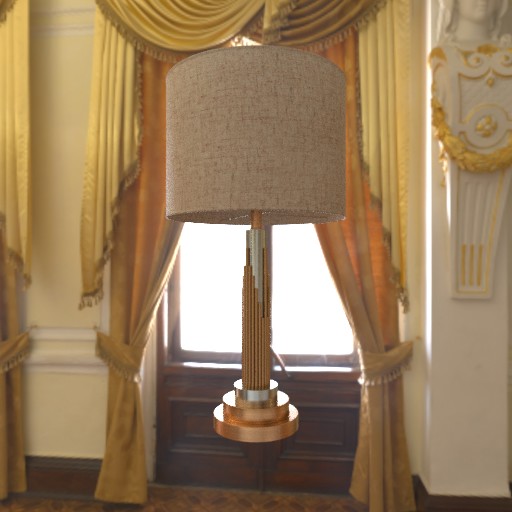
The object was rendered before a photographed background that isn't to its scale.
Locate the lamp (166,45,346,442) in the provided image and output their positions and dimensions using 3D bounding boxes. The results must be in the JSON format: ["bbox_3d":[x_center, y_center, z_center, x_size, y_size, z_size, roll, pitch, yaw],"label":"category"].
[{"bbox_3d":[0.000,0.000,0.802,0.321,0.610,0.321,0,0,19],"label":"lamp"}]
